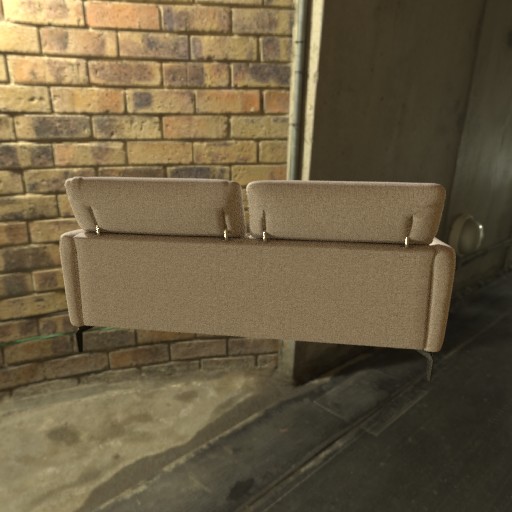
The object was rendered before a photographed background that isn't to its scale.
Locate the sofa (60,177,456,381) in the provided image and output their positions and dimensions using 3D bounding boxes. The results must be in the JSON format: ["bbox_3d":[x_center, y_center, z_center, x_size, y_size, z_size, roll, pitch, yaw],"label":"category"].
[{"bbox_3d":[0.000,0.000,2.540,2.015,0.956,0.856,3,17,8],"label":"sofa"}]
